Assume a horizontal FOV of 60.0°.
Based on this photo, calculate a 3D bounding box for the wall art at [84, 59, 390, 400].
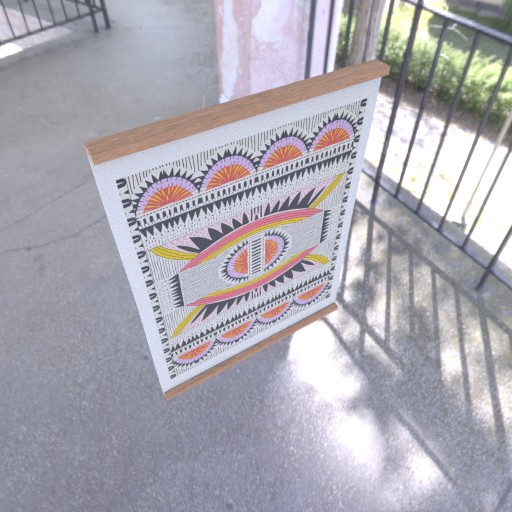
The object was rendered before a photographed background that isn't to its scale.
[{"bbox_3d":[0.000,0.000,0.709,0.403,0.527,0.028,-24,51,-21],"label":"wall art"}]
